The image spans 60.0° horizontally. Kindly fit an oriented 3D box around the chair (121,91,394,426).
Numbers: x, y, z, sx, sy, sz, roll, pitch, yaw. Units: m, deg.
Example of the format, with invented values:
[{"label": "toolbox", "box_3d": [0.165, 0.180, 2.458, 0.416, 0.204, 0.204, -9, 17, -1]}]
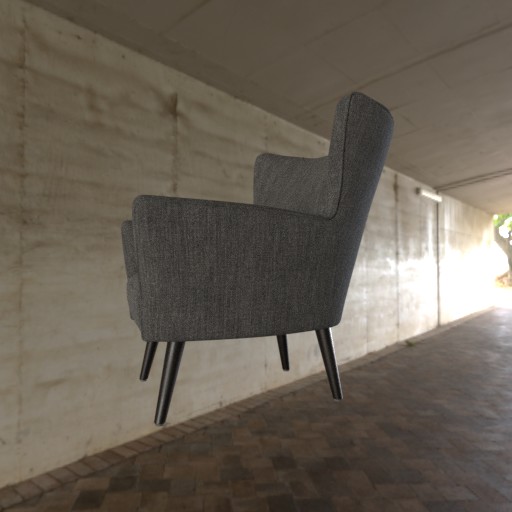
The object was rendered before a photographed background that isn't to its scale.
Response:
[{"label": "chair", "box_3d": [0.000, 0.000, 1.565, 0.888, 0.933, 0.781, 0, -1, -19]}]
